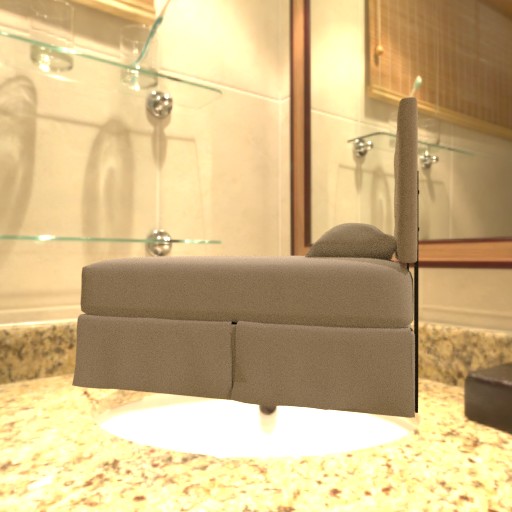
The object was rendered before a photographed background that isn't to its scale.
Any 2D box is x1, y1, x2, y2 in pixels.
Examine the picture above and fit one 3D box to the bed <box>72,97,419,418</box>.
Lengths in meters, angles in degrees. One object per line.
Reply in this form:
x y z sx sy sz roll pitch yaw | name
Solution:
0.000 0.000 2.975 1.997 1.571 1.261 0 0 16 | bed
